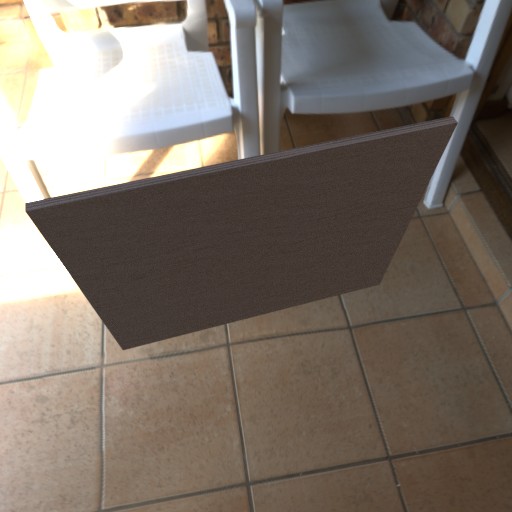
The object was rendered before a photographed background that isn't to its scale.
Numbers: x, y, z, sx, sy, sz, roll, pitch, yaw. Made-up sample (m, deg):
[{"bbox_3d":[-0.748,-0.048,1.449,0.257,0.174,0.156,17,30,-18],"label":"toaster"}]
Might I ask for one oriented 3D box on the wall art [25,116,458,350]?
[{"bbox_3d":[0.000,0.000,0.677,0.508,0.406,0.013,-13,58,-8],"label":"wall art"}]
